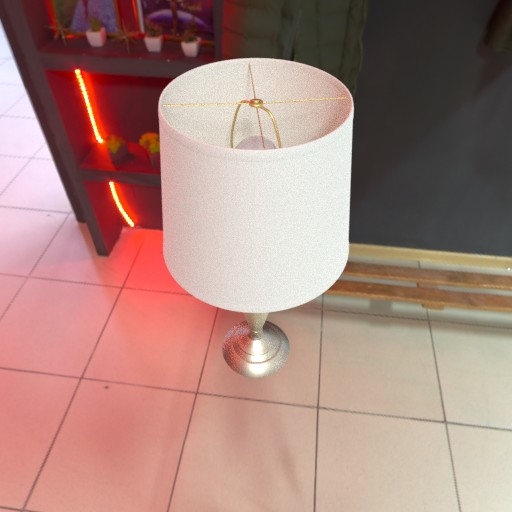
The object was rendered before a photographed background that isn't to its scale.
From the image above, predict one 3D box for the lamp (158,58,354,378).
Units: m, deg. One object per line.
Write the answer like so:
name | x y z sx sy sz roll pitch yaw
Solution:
lamp | 0.000 0.000 0.823 0.328 0.619 0.328 0 46 0
